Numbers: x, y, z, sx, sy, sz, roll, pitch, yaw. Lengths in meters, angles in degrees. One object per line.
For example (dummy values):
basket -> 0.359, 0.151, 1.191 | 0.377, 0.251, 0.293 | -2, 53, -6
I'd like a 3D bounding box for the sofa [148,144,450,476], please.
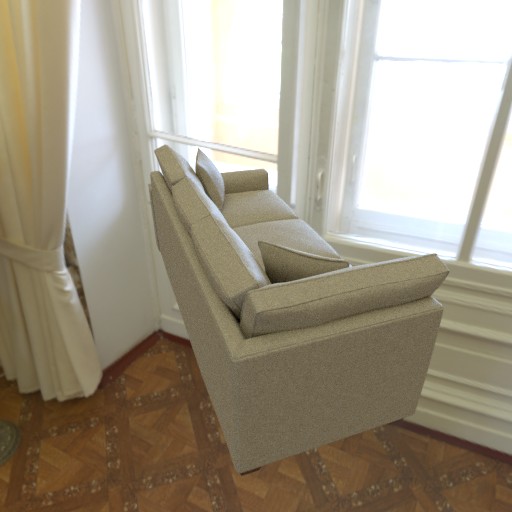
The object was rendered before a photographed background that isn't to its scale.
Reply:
sofa -> 0.000, 0.000, 2.886 | 1.053, 0.948, 2.323 | -10, 32, -17
